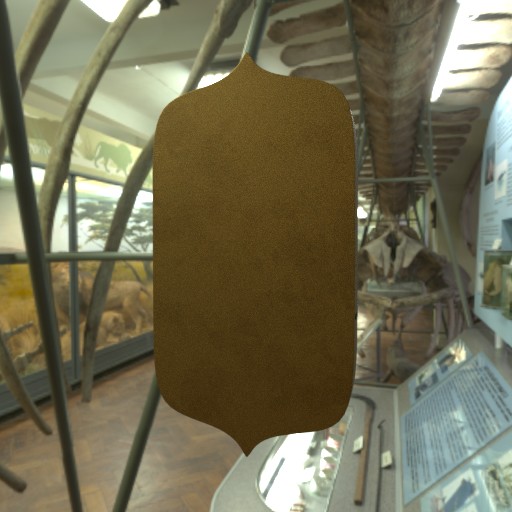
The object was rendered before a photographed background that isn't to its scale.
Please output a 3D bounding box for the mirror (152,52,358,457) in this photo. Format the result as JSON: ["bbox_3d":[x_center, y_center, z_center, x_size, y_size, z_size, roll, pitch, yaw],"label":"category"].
[{"bbox_3d":[0.000,0.000,0.716,0.323,0.613,0.096,0,1,17],"label":"mirror"}]
